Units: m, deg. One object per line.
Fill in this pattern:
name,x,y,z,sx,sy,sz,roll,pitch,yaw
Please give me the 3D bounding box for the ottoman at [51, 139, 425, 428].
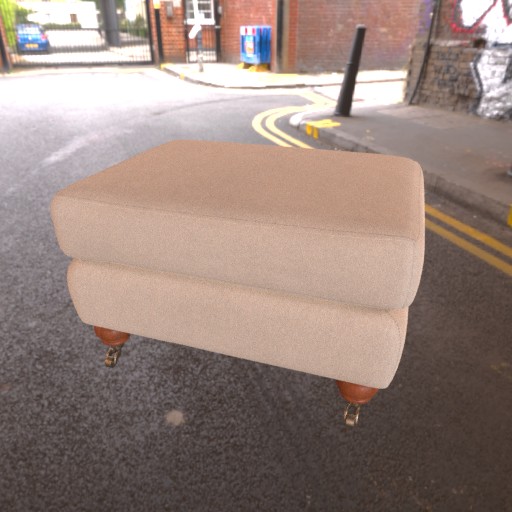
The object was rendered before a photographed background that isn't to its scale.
ottoman,0.000,0.000,1.144,0.773,0.499,0.569,9,28,16
